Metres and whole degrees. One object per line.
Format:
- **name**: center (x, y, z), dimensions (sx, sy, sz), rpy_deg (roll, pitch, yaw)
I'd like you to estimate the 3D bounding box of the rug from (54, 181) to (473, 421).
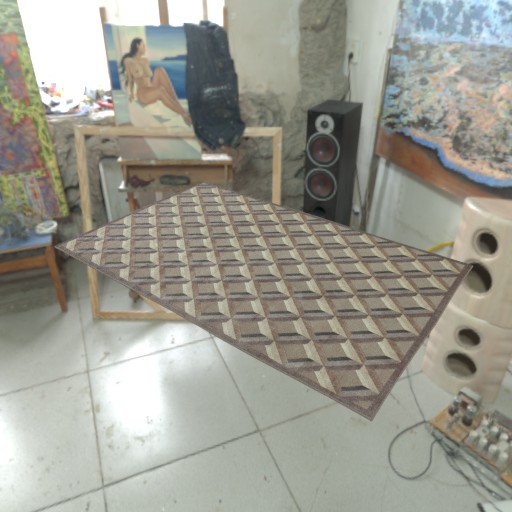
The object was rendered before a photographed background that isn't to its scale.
- **rug**: center (0.000, 0.000, 2.090), dimensions (1.677, 0.011, 1.066), rpy_deg (22, 38, 31)
